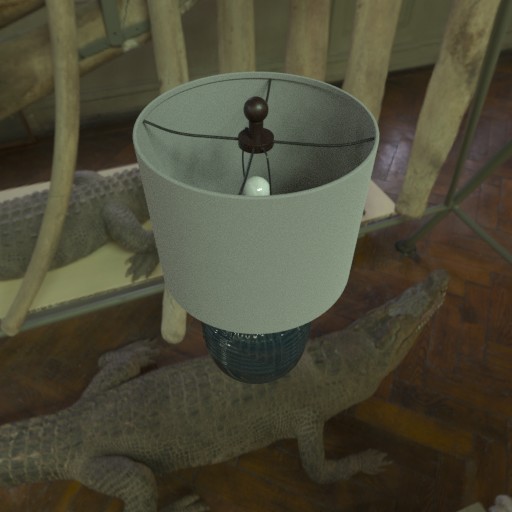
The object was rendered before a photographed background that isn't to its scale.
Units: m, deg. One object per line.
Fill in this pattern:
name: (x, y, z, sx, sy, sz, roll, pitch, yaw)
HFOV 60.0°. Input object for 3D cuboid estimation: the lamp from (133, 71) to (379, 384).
lamp: (0.000, 0.000, 0.758, 0.318, 0.567, 0.318, 0, 46, 0)
